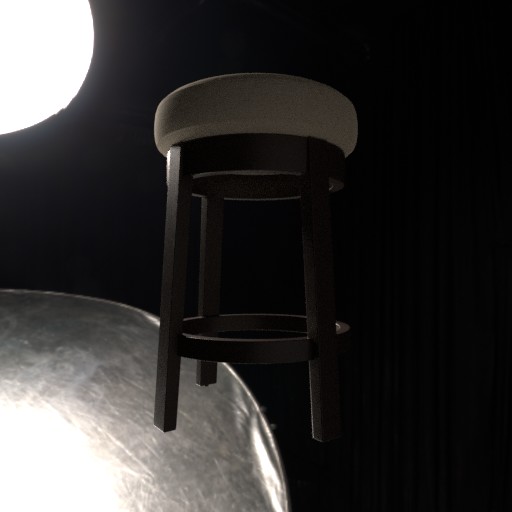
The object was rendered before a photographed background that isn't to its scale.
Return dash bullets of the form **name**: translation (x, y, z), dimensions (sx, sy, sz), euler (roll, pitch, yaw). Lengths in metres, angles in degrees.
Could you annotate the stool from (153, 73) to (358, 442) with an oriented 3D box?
- **stool**: translation (0.000, 0.000, 0.957), dimensions (0.449, 0.655, 0.449), euler (0, -1, 0)
